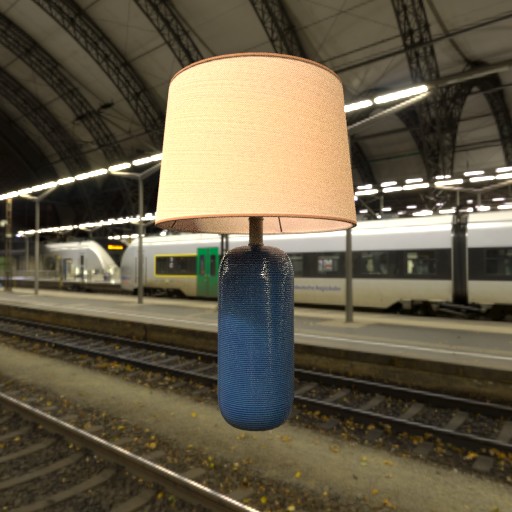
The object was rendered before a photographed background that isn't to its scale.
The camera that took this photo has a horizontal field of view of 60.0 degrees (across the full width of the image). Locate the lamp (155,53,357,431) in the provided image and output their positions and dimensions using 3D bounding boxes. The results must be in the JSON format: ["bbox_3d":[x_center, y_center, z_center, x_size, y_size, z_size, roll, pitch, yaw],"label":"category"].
[{"bbox_3d":[0.000,0.000,0.824,0.367,0.609,0.367,0,-1,0],"label":"lamp"}]
